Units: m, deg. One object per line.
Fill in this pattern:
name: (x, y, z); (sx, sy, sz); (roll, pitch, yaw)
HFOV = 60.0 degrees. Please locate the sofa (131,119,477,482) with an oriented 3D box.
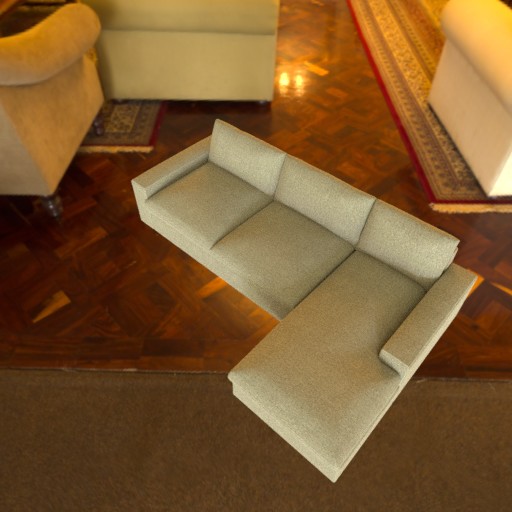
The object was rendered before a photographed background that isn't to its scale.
sofa: (0.000, 0.000, 3.399); (2.718, 0.813, 1.689); (34, 56, 27)
